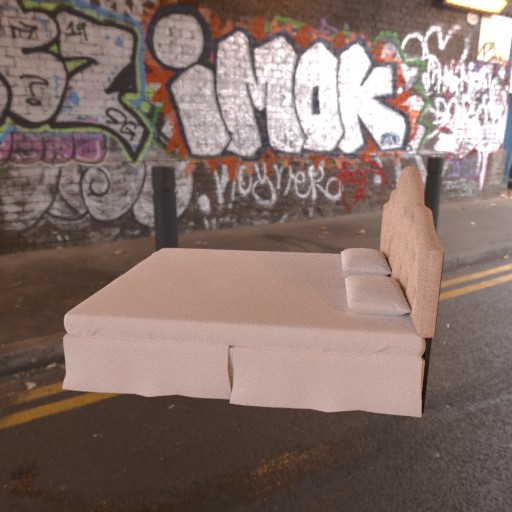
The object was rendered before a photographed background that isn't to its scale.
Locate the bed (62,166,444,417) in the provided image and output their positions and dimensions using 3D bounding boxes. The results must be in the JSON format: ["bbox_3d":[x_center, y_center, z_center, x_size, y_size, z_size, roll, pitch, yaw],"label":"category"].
[{"bbox_3d":[0.000,0.000,2.962,1.970,1.194,1.667,2,15,8],"label":"bed"}]
